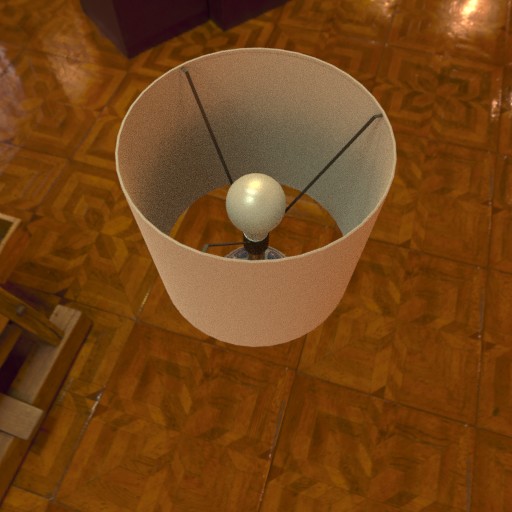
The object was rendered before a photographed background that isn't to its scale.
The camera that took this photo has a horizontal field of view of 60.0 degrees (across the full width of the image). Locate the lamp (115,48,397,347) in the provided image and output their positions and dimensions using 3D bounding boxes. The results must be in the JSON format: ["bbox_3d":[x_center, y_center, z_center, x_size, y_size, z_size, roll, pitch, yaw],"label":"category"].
[{"bbox_3d":[0.000,0.000,0.509,0.215,0.381,0.215,18,63,9],"label":"lamp"}]
